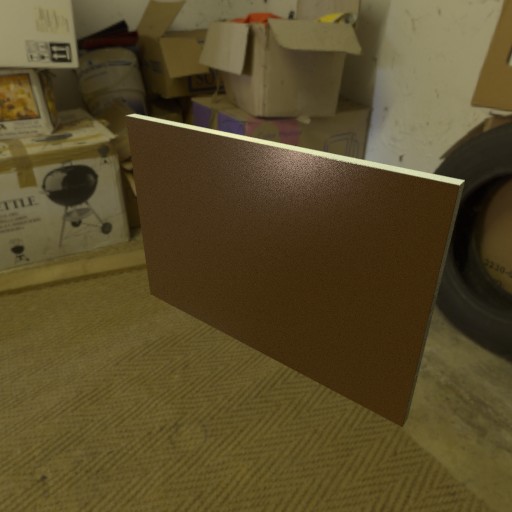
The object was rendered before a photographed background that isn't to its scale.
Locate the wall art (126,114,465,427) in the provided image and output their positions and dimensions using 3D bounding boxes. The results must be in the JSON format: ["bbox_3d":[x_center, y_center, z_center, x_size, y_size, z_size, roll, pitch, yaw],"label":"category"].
[{"bbox_3d":[0.000,0.000,1.461,1.145,0.762,0.041,21,35,33],"label":"wall art"}]
